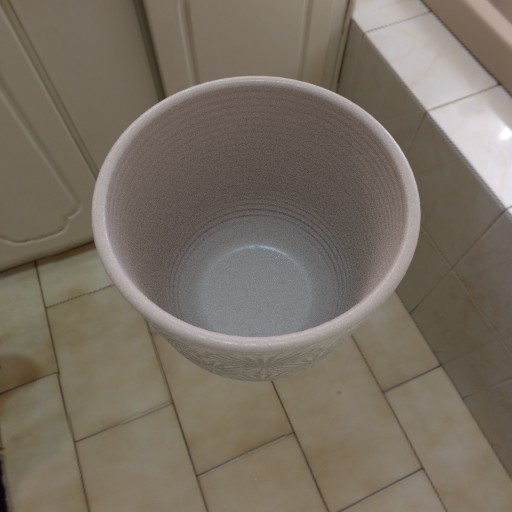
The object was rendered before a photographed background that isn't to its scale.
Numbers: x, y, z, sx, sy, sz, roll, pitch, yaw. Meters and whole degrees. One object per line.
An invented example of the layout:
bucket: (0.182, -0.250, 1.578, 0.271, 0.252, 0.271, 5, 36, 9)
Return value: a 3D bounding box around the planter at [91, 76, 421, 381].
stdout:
planter: (0.000, 0.000, 0.297, 0.170, 0.152, 0.170, 0, 63, 0)
